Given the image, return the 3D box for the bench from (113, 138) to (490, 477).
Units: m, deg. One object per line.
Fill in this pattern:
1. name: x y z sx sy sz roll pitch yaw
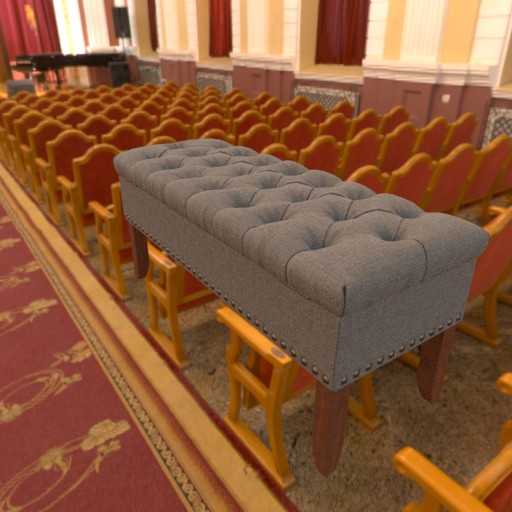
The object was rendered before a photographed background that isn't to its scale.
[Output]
1. bench: 0.000 0.000 1.247 0.417 0.470 1.052 -17 31 -31
